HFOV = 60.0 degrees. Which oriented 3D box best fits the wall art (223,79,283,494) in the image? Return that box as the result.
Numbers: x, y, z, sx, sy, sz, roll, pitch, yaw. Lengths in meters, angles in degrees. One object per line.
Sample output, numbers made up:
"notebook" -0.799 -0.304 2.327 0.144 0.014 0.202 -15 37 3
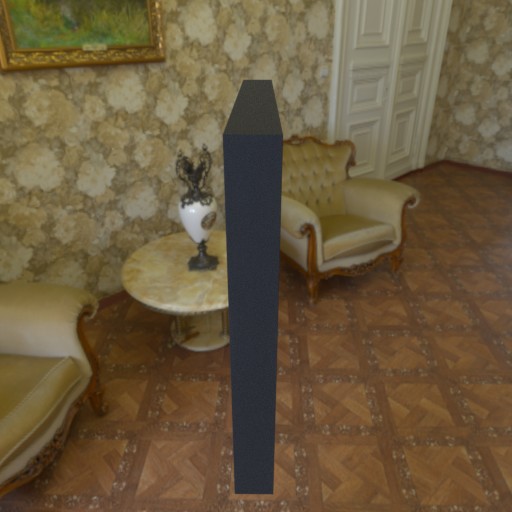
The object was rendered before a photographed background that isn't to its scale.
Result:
"wall art" 0.000 0.000 0.448 0.033 0.304 0.305 0 27 1
